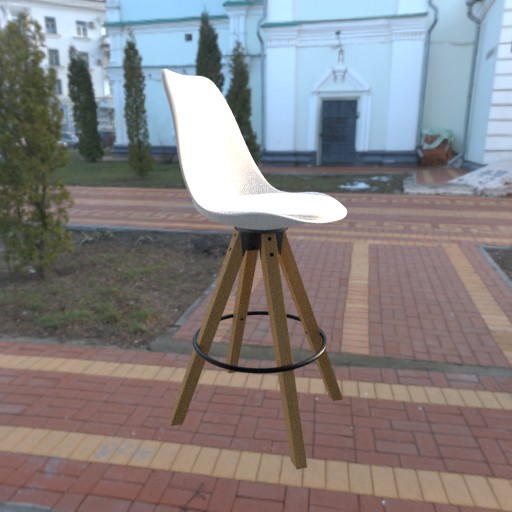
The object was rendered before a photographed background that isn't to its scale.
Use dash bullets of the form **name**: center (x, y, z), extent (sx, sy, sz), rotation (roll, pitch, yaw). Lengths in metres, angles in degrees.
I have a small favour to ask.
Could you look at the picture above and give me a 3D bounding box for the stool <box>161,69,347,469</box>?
- **stool**: center (0.000, 0.000, 1.411), extent (0.549, 1.115, 0.482), rotation (7, 17, 25)
